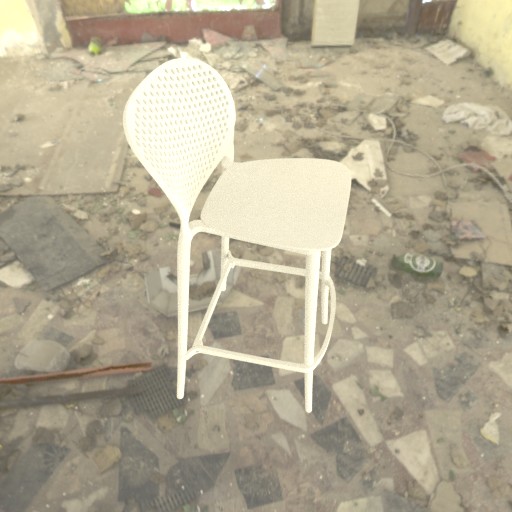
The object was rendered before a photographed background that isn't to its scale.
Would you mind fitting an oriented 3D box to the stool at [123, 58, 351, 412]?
[{"bbox_3d":[0.000,0.000,1.348,0.535,1.045,0.536,10,47,10],"label":"stool"}]
